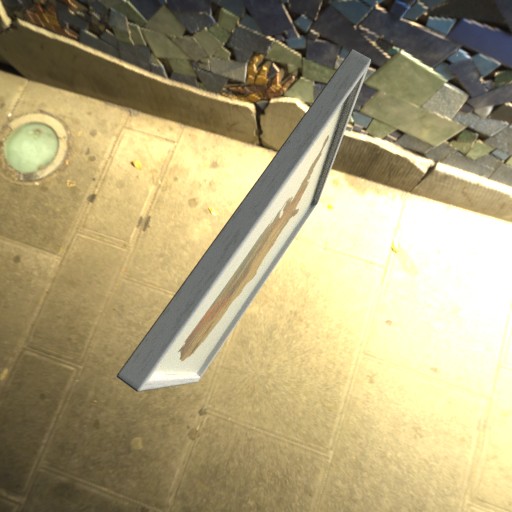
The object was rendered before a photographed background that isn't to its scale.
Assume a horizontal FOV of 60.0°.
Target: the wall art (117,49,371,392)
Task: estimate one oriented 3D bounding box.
[{"bbox_3d":[0.000,0.000,1.980,0.078,1.288,1.287,33,78,8],"label":"wall art"}]
